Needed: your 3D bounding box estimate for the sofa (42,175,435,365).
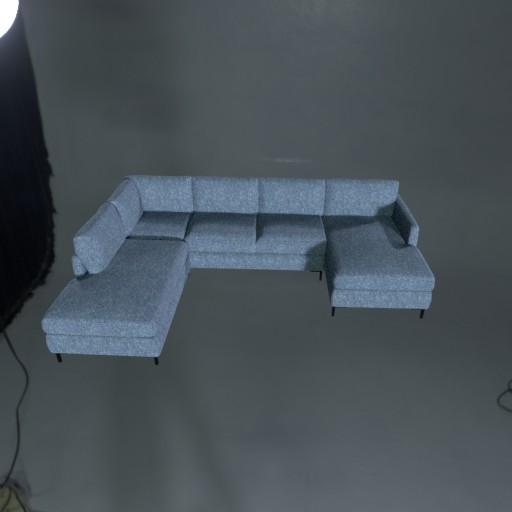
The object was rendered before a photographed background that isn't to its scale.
[{"bbox_3d":[0.000,0.000,3.617,2.737,0.756,1.879,1,30,2],"label":"sofa"}]
